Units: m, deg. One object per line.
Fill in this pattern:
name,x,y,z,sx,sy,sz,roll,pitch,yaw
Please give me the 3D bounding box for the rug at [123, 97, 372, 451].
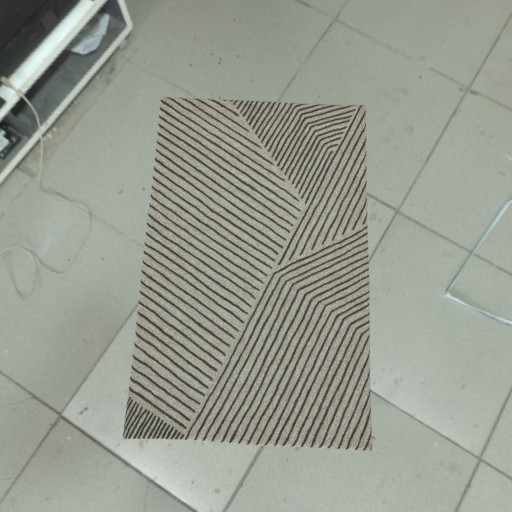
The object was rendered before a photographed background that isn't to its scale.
rug,0.000,0.000,3.027,1.539,0.023,2.406,2,75,1
